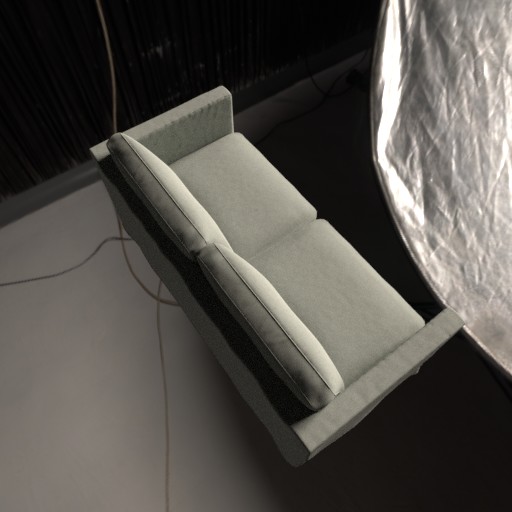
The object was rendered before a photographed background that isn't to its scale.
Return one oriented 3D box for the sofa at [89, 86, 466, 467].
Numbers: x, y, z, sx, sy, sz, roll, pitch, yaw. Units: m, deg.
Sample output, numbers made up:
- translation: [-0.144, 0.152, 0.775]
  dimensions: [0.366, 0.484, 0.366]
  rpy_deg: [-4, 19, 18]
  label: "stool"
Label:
- translation: [0.000, 0.000, 2.486]
  dimensions: [0.940, 0.870, 1.987]
  rpy_deg: [-32, 65, -17]
  label: "sofa"
